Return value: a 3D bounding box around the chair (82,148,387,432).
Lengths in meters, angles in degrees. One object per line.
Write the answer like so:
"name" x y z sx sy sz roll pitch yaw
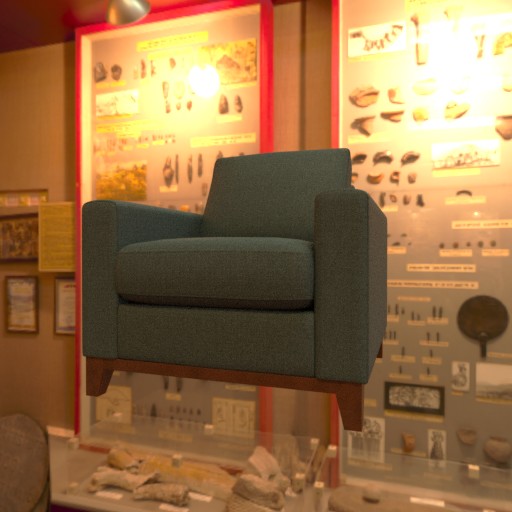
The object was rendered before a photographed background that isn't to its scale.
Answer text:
"chair" 0.000 0.000 1.888 1.024 1.010 1.038 0 1 19
